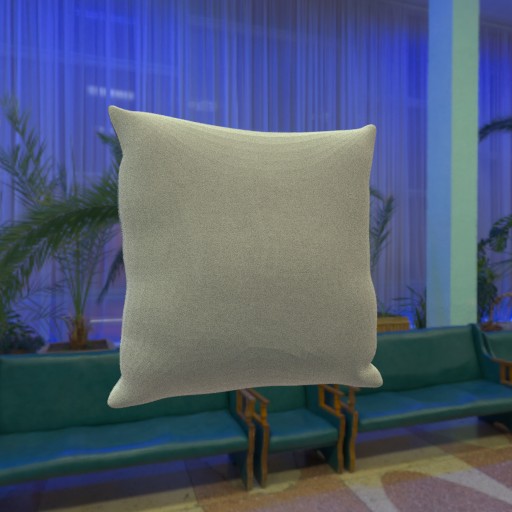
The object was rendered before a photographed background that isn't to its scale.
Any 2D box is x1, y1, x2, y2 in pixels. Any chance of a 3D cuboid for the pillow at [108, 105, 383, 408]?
[{"bbox_3d":[0.000,0.000,0.691,0.440,0.441,0.182,0,1,-17],"label":"pillow"}]
